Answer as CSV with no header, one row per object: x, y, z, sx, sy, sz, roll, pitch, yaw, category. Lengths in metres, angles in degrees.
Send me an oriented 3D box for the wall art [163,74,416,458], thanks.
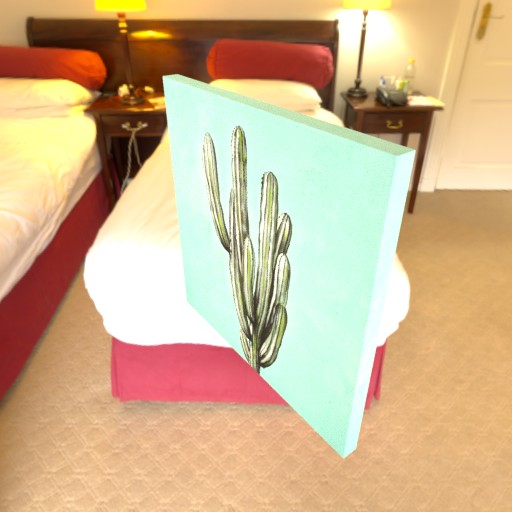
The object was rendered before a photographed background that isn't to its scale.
0.000,0.000,0.899,0.036,0.603,0.603,-22,39,-31,wall art
